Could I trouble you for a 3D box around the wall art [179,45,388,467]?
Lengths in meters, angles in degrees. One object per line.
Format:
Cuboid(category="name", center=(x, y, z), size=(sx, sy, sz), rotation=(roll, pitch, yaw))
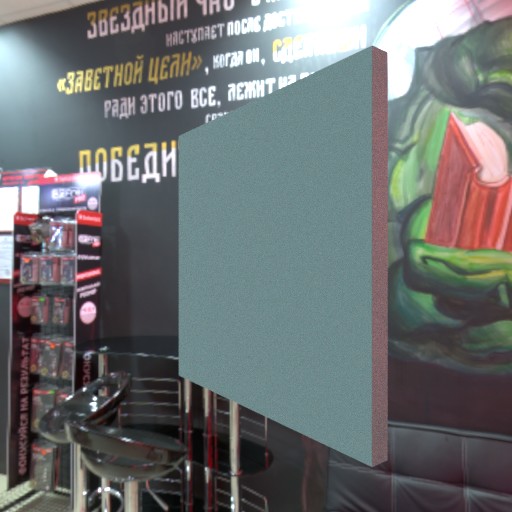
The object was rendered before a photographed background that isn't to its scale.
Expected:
Cuboid(category="wall art", center=(0.000, 0.000, 0.885), size=(0.036, 0.603, 0.603), rotation=(0, 0, -37))
